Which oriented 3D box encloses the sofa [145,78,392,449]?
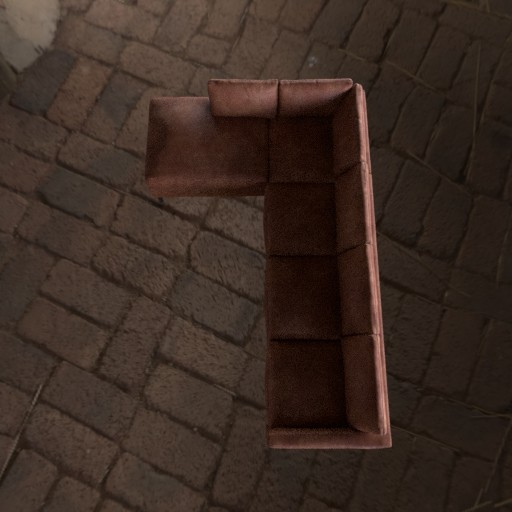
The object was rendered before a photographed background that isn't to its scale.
[{"bbox_3d":[0.000,0.000,3.747,1.938,0.877,2.984,0,76,0],"label":"sofa"}]
